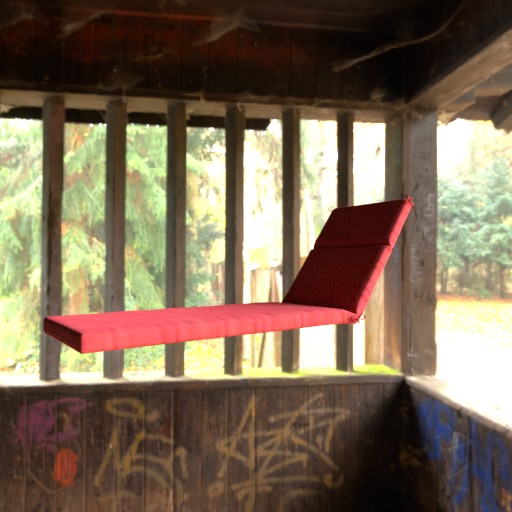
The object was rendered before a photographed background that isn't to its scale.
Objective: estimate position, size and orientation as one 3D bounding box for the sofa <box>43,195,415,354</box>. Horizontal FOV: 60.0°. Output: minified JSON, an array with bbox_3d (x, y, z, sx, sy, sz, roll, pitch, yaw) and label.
[{"bbox_3d":[0.000,0.000,1.991,1.663,0.622,0.582,1,-1,-37],"label":"sofa"}]
